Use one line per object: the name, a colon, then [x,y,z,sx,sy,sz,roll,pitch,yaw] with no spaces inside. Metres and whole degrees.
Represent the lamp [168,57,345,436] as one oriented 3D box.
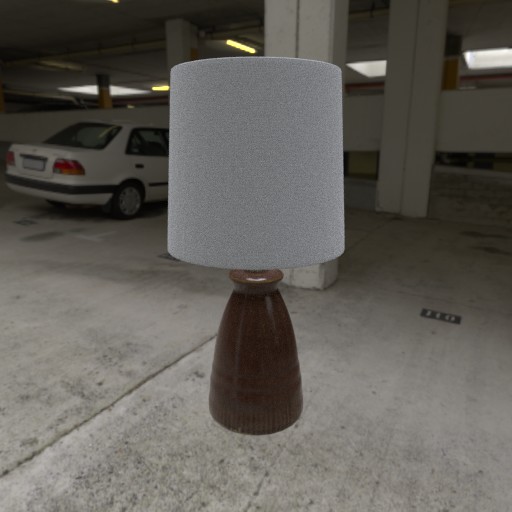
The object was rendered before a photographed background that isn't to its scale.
lamp: [0.000,0.000,0.478,0.186,0.369,0.186,0,14,0]
